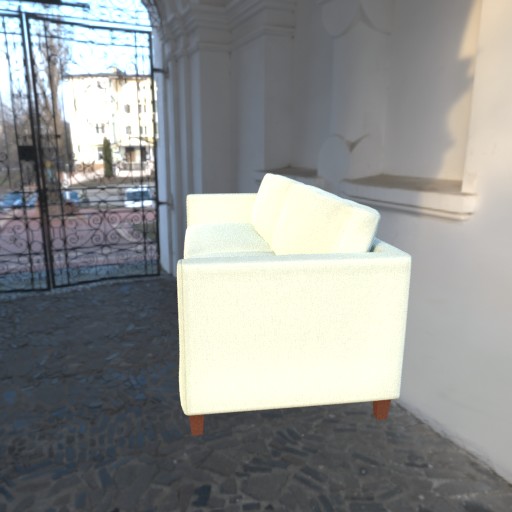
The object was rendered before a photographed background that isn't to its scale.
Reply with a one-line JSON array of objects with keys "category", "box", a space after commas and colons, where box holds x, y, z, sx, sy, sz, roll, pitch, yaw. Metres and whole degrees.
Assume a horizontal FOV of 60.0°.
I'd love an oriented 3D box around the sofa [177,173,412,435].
[{"category": "sofa", "box": [0.000, 0.000, 2.896, 0.948, 0.965, 2.434, -2, 14, -8]}]
